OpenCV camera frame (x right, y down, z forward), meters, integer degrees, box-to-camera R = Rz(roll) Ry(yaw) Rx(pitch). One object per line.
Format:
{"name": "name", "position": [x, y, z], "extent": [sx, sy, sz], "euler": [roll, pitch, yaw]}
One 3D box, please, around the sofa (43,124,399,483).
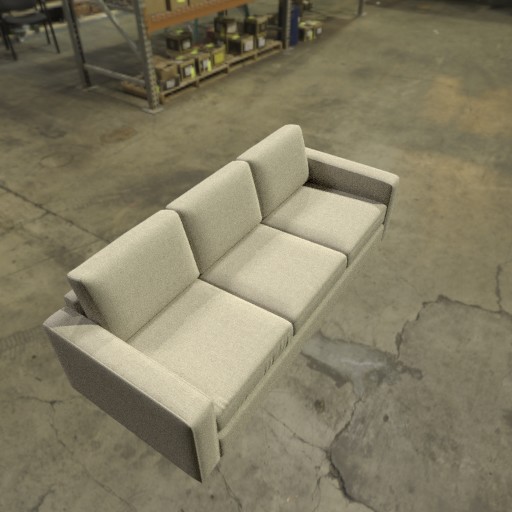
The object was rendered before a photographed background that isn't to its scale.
{"name": "sofa", "position": [0.000, 0.000, 2.571], "extent": [0.900, 0.800, 2.160], "euler": [24, 46, 25]}
